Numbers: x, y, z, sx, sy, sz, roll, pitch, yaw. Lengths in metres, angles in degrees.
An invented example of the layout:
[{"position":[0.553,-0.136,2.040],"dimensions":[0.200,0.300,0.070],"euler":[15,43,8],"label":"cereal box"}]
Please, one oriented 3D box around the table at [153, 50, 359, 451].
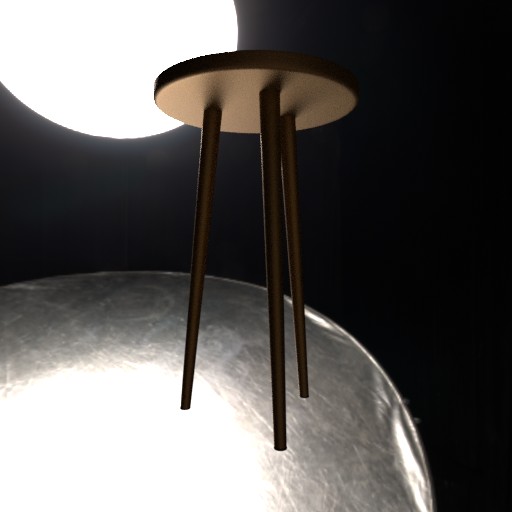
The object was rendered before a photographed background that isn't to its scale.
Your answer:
[{"position":[0.000,0.000,0.663],"dimensions":[0.299,0.480,0.299],"euler":[0,1,-19],"label":"table"}]
